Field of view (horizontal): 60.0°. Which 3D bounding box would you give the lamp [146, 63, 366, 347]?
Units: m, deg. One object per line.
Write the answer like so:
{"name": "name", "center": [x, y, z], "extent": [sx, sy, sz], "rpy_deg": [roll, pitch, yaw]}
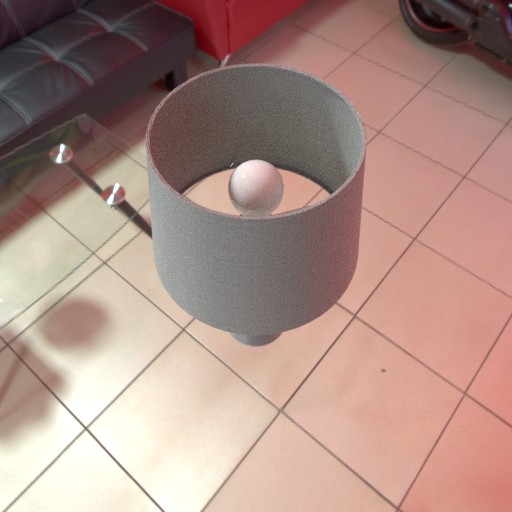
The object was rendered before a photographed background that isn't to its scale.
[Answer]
{"name": "lamp", "center": [0.000, 0.000, 0.584], "extent": [0.253, 0.428, 0.253], "rpy_deg": [0, 58, 0]}
